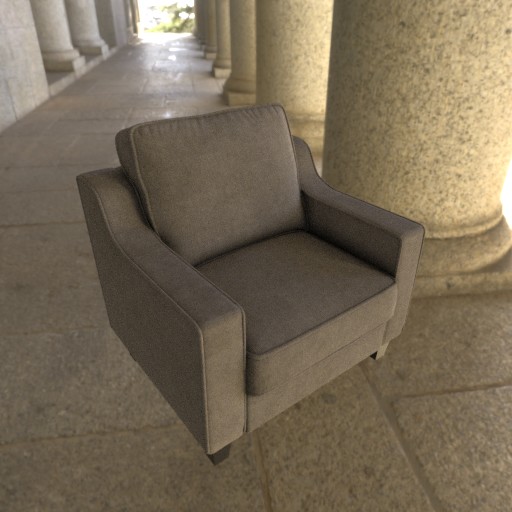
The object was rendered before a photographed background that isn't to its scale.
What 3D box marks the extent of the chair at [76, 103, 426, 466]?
[{"bbox_3d":[0.000,0.000,1.616,0.926,0.944,0.840,-21,36,-32],"label":"chair"}]
